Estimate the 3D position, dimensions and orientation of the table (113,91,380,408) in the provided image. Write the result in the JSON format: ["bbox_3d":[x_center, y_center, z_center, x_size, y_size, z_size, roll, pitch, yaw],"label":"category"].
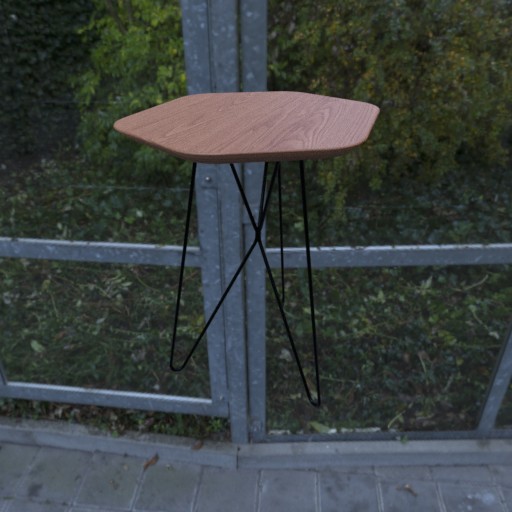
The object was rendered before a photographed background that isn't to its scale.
[{"bbox_3d":[0.000,0.000,0.901,0.400,0.562,0.500,9,30,16],"label":"table"}]
